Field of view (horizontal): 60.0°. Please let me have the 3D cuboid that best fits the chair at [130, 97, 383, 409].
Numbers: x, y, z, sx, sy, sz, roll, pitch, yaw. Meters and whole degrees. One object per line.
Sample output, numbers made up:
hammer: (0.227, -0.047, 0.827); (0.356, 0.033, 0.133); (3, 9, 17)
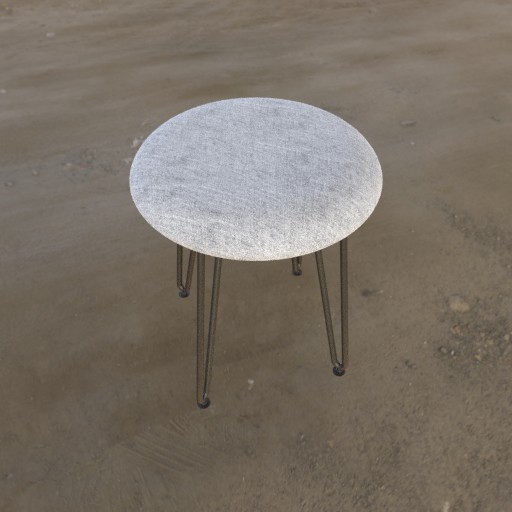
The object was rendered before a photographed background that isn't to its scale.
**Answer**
chair: (0.000, 0.000, 0.666); (0.350, 0.386, 0.350); (23, 50, 21)
